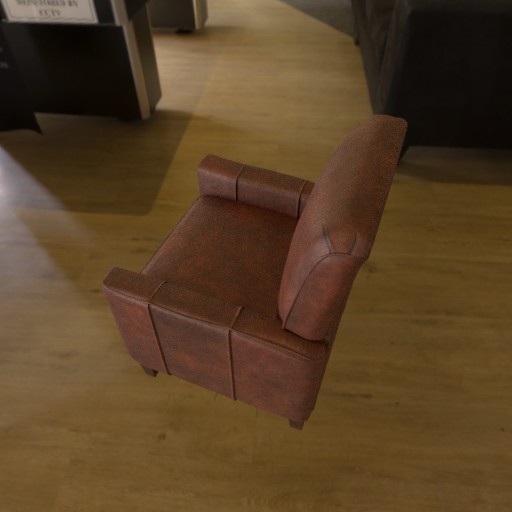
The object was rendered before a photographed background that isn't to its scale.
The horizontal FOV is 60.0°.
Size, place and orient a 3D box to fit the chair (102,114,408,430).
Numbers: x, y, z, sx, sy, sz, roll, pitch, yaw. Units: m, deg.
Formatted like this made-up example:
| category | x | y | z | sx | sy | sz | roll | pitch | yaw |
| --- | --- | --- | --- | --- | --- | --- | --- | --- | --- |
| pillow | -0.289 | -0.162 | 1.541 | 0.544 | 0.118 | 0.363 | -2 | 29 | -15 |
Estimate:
| category | x | y | z | sx | sy | sz | roll | pitch | yaw |
| --- | --- | --- | --- | --- | --- | --- | --- | --- | --- |
| chair | 0.000 | 0.000 | 1.706 | 0.836 | 1.043 | 0.843 | 16 | 48 | 15 |
